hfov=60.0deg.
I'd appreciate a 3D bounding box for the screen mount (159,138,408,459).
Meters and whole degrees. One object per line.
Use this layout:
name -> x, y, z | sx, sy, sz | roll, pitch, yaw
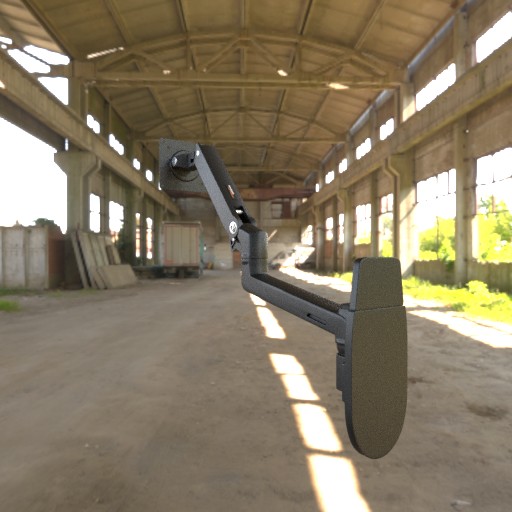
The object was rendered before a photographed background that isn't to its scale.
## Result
screen mount -> 0.000, 0.000, 0.714 | 0.115, 0.466, 0.495 | 0, 1, -36
